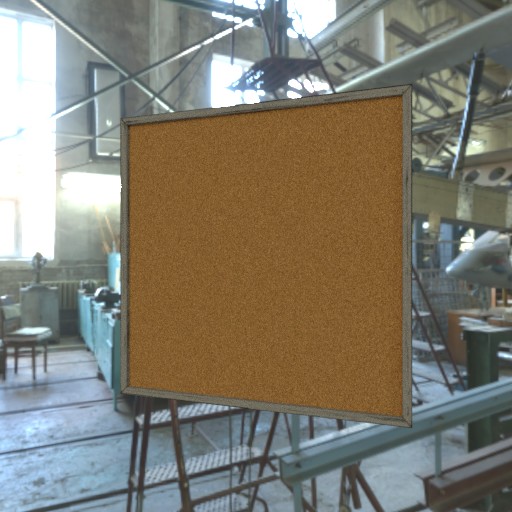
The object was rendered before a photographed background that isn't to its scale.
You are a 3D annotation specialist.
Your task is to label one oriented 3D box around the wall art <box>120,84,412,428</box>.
[{"bbox_3d":[0.000,0.000,0.457,0.303,0.303,0.036,0,0,19],"label":"wall art"}]
